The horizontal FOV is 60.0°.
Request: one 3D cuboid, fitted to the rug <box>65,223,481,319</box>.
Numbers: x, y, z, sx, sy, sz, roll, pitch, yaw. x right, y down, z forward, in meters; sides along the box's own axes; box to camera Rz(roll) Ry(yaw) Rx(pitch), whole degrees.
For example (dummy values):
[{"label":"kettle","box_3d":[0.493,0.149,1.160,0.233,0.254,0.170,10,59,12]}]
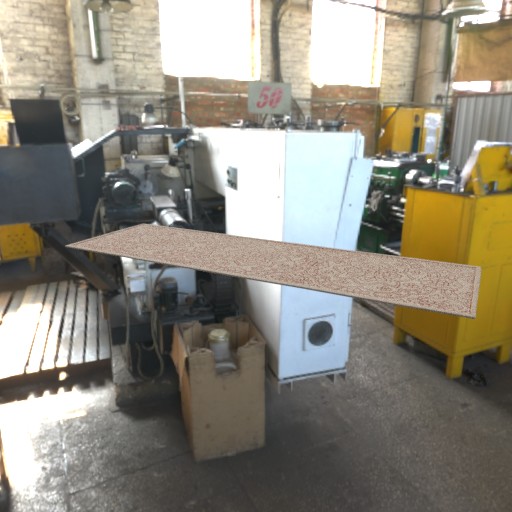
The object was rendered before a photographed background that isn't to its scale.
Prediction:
[{"label":"rug","box_3d":[0.000,0.000,2.696,2.448,0.012,0.769,8,19,26]}]
